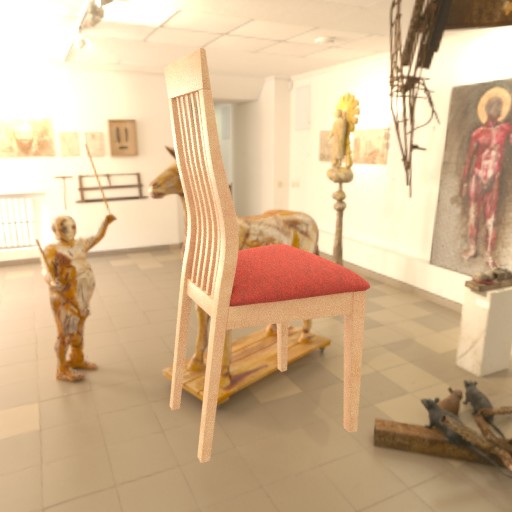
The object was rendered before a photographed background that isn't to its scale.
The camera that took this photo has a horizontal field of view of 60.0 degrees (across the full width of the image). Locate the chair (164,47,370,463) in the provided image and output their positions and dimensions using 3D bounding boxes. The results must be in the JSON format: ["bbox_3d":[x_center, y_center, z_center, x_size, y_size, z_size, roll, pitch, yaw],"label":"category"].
[{"bbox_3d":[0.000,0.000,1.280,0.474,1.027,0.460,-7,16,-26],"label":"chair"}]
